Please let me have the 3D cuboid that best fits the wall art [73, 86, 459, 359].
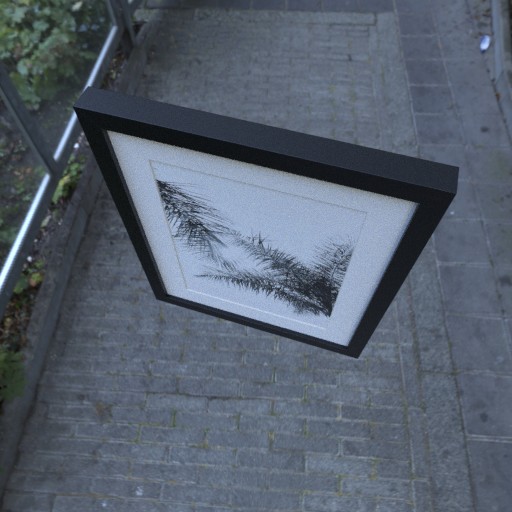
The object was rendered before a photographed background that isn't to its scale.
[{"bbox_3d":[0.000,0.000,0.527,0.325,0.380,0.028,15,60,9],"label":"wall art"}]
